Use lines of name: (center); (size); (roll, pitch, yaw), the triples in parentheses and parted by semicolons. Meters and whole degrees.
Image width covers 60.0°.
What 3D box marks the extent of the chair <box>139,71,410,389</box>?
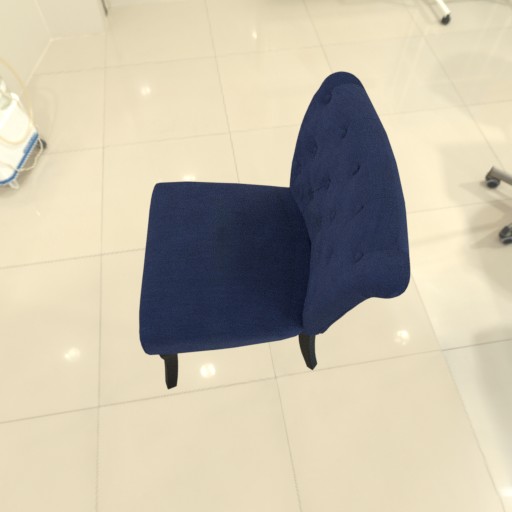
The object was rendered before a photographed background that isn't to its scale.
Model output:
chair: (0.000, 0.000, 1.227); (0.606, 0.753, 0.585); (-2, 59, -1)
